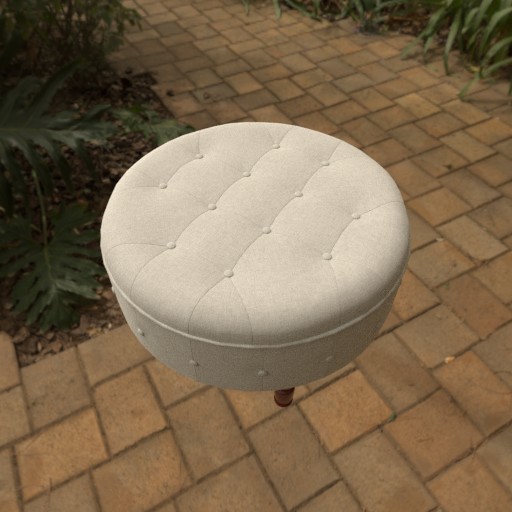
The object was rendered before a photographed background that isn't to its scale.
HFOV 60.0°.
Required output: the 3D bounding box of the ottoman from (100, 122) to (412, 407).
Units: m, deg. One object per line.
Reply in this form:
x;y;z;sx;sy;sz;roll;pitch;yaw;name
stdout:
0.000;0.000;1.364;0.850;0.483;0.850;0;47;0;ottoman
